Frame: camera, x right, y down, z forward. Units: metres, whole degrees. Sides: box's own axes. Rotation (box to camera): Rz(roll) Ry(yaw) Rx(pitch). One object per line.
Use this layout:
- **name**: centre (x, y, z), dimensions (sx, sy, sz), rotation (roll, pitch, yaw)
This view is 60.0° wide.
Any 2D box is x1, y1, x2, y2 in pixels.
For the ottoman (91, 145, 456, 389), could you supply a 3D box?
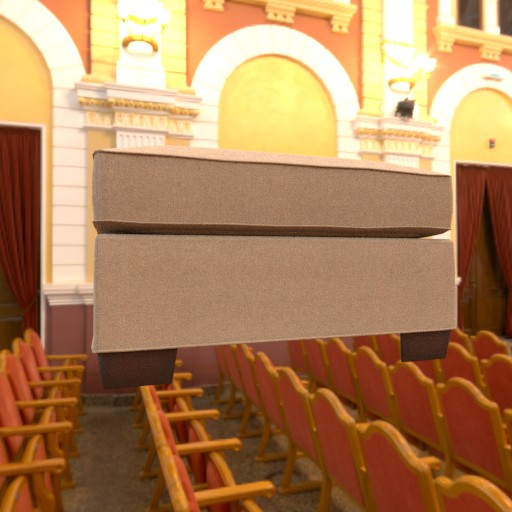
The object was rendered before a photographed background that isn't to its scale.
- **ottoman**: centre (0.000, 0.000, 1.235), dimensions (0.846, 0.503, 0.617), rotation (0, 0, -18)
